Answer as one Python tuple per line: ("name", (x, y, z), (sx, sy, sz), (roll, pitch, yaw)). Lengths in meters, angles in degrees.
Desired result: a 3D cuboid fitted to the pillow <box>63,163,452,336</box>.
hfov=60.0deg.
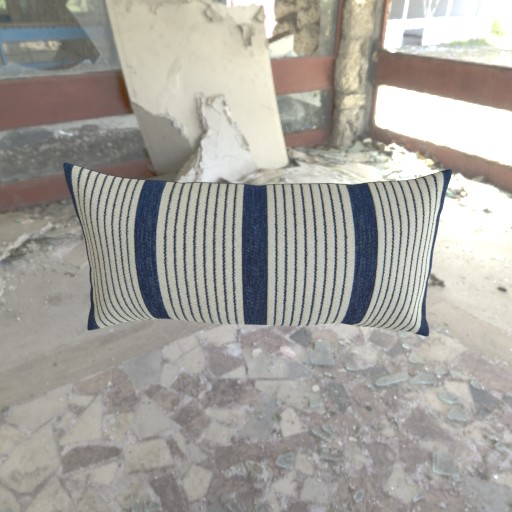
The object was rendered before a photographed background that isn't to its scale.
("pillow", (0.000, 0.000, 0.735), (0.608, 0.292, 0.156), (1, 30, 2))
